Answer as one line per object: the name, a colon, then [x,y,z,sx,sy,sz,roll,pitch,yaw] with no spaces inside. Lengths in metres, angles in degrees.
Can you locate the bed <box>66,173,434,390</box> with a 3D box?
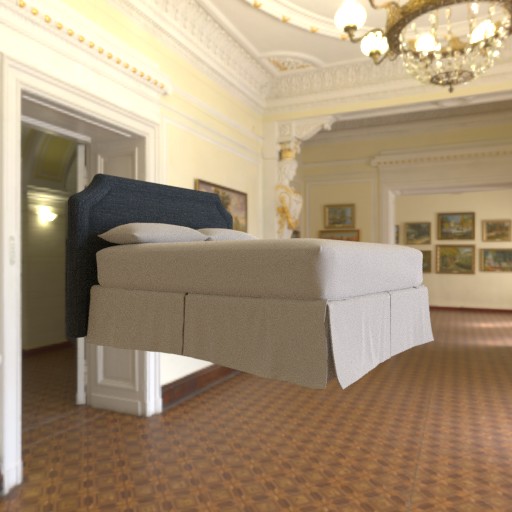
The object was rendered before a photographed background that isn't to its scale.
bed: [0.000,0.000,3.374,2.208,1.297,1.828,0,-1,37]
